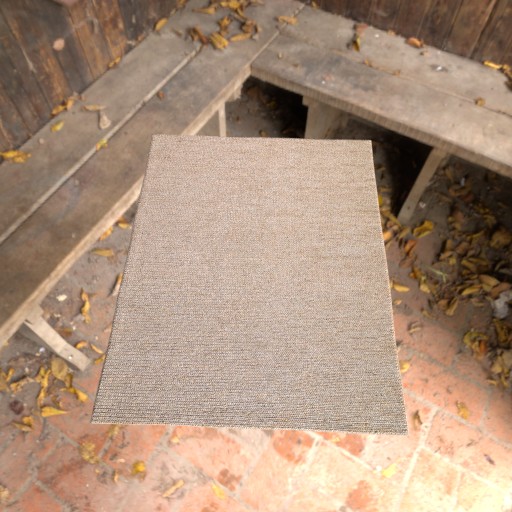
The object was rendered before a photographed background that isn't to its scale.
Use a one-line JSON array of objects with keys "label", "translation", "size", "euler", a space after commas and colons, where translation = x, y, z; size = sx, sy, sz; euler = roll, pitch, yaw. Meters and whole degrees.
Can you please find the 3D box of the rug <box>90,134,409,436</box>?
[{"label": "rug", "translation": [0.000, 0.000, 4.107], "size": [2.406, 0.012, 3.034], "euler": [2, 60, 1]}]
